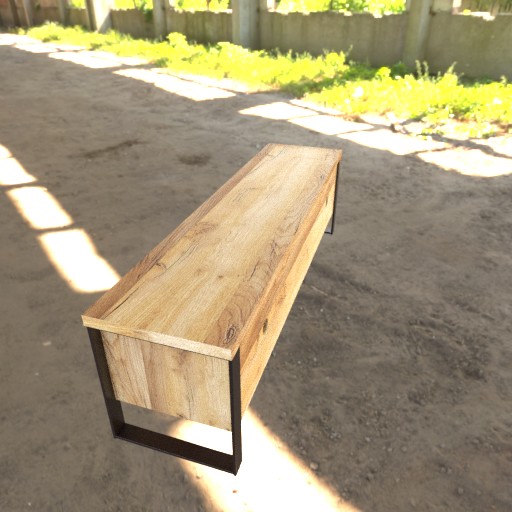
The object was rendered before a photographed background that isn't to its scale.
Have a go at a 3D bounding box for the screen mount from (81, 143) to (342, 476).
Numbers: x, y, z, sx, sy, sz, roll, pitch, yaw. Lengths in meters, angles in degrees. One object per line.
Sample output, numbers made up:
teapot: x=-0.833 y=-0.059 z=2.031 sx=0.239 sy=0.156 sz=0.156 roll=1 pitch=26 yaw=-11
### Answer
screen mount: x=0.000 y=0.000 z=1.734 sx=0.395 sy=0.450 sz=1.524 roll=9 pitch=31 yaw=16
